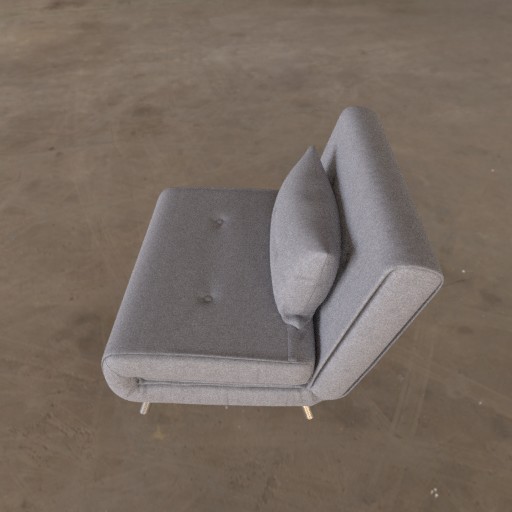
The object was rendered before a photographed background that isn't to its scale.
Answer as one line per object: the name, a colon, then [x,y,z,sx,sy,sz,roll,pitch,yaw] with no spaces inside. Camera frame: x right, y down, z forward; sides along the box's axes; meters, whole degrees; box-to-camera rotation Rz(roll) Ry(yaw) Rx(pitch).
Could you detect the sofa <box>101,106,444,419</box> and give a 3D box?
sofa: [0.000,0.000,1.750,1.000,0.825,1.020,1,41,1]
